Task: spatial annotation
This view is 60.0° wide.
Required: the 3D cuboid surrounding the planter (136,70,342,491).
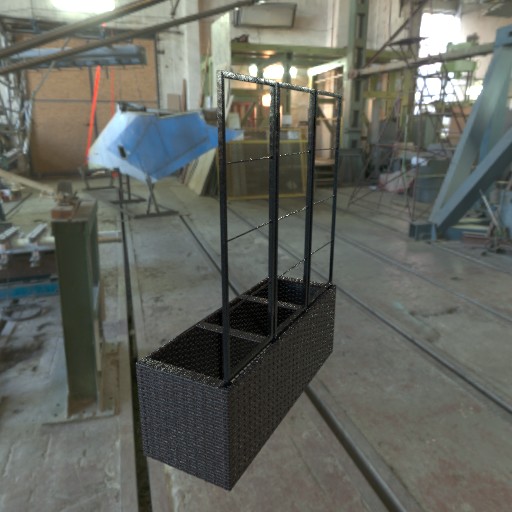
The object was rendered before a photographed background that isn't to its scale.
[{"bbox_3d":[0.000,0.000,1.179,0.244,0.841,0.699,8,18,26],"label":"planter"}]
